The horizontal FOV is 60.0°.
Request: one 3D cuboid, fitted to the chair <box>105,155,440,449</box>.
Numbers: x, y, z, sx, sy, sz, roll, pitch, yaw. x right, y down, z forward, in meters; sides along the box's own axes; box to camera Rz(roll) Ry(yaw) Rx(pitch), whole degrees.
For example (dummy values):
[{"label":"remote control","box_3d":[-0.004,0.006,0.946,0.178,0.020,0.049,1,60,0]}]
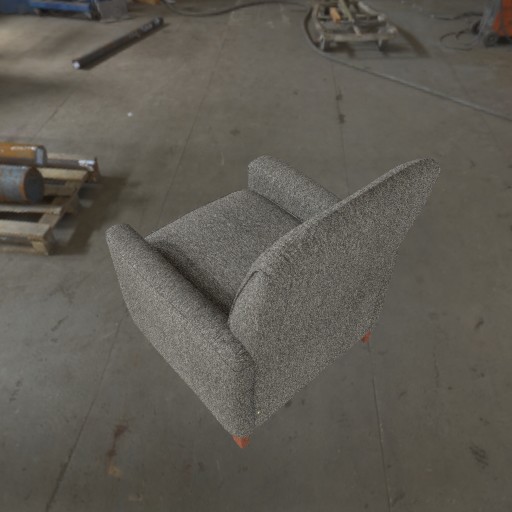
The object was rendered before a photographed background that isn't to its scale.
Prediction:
[{"label":"chair","box_3d":[0.000,0.000,1.653,0.848,1.014,0.864,-31,52,-28]}]
